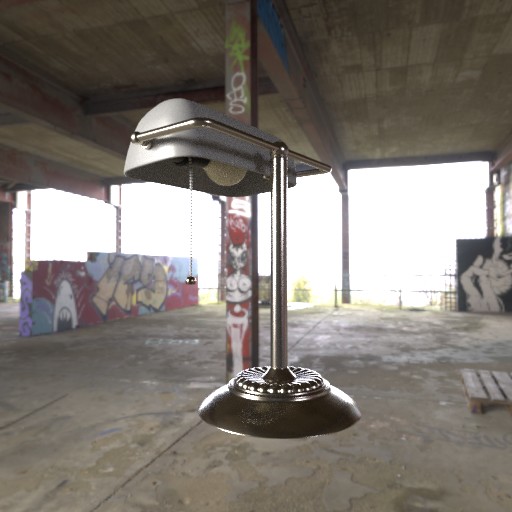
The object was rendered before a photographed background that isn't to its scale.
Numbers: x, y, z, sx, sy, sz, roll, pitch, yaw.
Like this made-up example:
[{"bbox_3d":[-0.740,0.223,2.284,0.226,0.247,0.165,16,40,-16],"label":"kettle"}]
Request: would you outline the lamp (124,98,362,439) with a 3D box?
[{"bbox_3d":[0.000,0.000,0.515,0.243,0.339,0.264,-1,-2,37],"label":"lamp"}]
